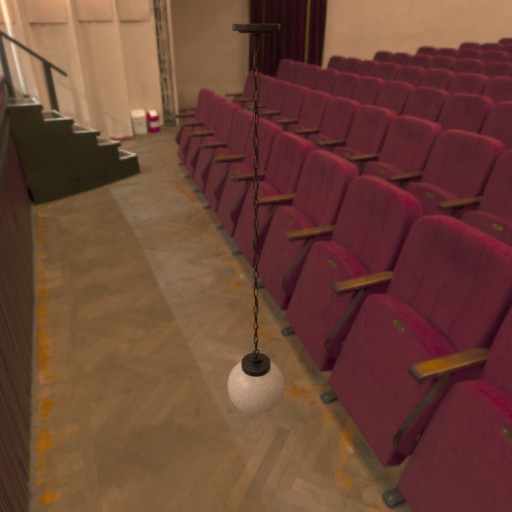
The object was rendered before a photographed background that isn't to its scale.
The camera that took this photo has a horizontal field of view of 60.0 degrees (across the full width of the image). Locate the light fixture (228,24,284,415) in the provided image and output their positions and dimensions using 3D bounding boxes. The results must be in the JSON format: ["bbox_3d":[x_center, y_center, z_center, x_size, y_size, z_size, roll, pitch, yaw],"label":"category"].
[{"bbox_3d":[0.000,0.000,2.013,0.305,1.867,0.304,-9,29,-16],"label":"light fixture"}]
